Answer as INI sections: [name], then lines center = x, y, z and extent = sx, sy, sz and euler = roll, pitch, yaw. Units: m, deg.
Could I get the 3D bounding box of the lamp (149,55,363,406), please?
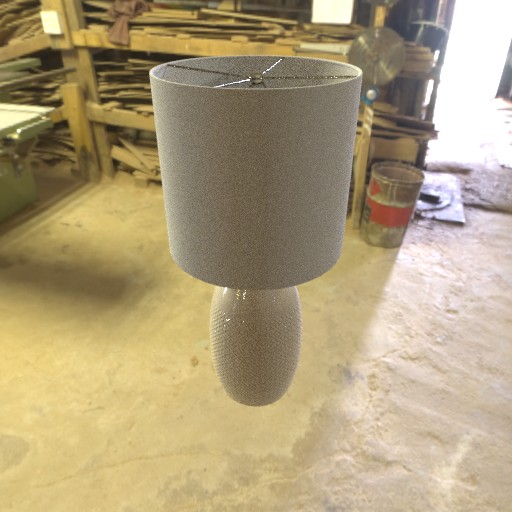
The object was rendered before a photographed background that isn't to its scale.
[lamp]
center = 0.000, 0.000, 0.576
extent = 0.217, 0.453, 0.217
euler = 11, 33, 18
